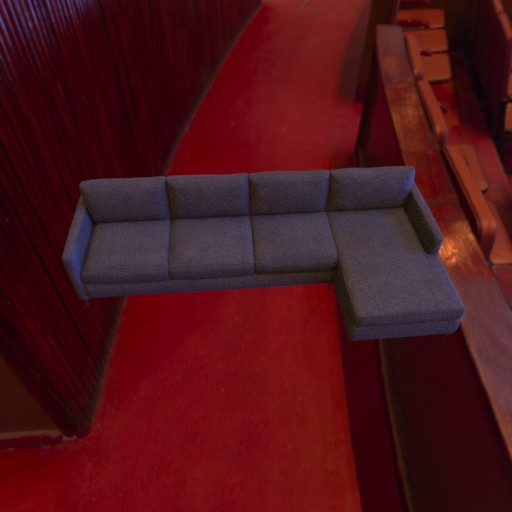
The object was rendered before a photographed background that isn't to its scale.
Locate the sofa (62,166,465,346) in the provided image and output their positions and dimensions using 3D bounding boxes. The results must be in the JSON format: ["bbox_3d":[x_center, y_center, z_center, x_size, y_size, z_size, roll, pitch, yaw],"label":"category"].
[{"bbox_3d":[0.000,0.000,3.526,2.932,0.810,1.350,-3,47,-3],"label":"sofa"}]
